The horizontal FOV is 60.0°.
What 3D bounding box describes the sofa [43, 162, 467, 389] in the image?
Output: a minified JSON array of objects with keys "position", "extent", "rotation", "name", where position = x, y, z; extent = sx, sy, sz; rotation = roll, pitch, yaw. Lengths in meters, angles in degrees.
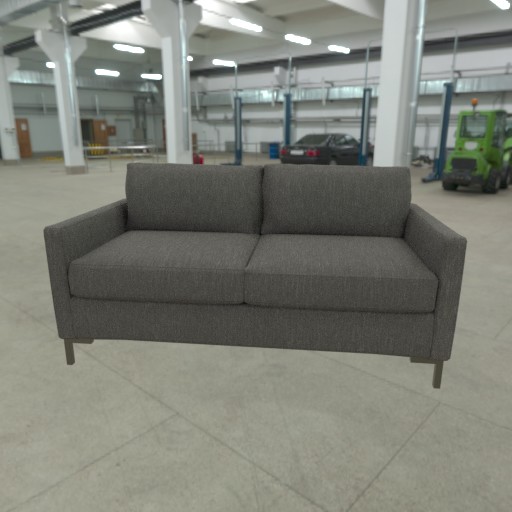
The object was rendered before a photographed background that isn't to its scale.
[{"position":[0.000,0.000,2.146],"extent":[1.682,0.840,0.875],"rotation":[2,16,7],"name":"sofa"}]
